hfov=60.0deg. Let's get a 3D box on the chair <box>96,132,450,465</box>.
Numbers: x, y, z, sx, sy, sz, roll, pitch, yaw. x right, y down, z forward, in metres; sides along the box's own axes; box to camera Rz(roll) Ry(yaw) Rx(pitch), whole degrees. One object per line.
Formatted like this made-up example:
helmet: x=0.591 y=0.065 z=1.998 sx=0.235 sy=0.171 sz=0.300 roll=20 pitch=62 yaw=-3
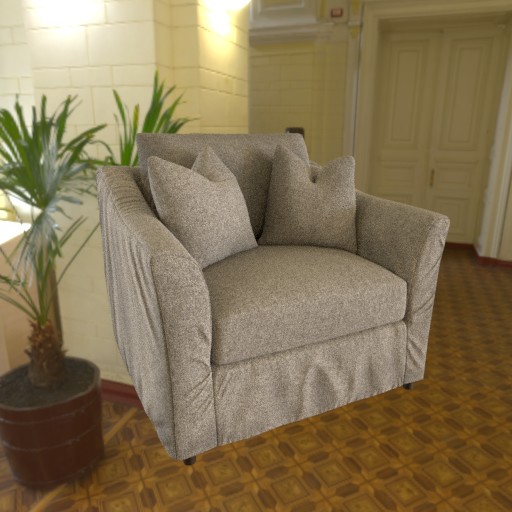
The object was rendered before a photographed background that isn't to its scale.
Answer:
chair: x=0.000 y=0.000 z=1.980 sx=1.194 sy=1.059 sz=1.071 roll=-8 pitch=18 yaw=-26
